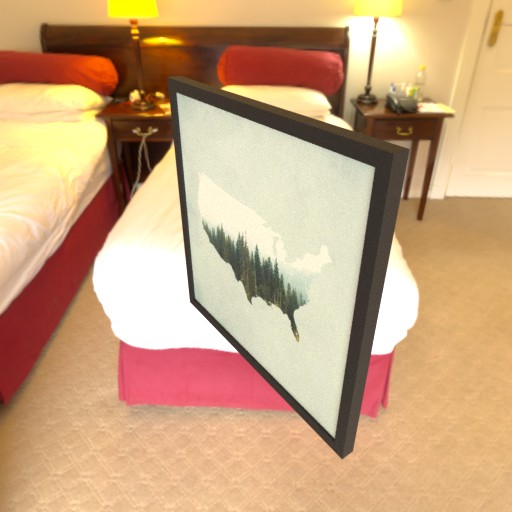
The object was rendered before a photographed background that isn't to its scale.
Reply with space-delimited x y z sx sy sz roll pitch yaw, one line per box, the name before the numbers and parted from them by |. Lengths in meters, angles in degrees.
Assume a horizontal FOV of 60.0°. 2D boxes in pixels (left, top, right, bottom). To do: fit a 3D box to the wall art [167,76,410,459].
wall art | 0.000 0.000 1.143 0.038 0.763 0.763 -21 38 -30
